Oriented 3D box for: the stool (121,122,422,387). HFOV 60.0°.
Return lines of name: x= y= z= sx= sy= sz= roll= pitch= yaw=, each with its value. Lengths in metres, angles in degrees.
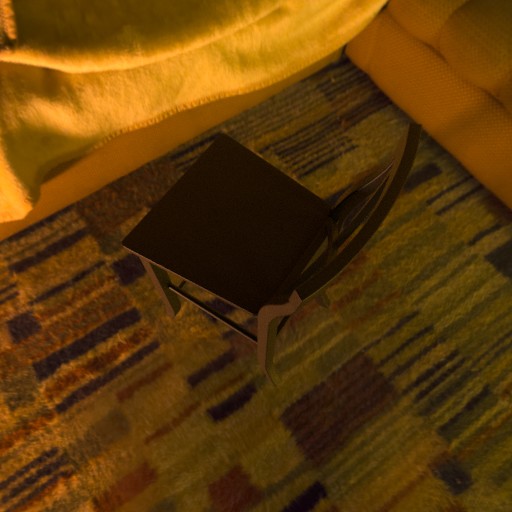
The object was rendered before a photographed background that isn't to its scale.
stool: x=0.000 y=0.000 z=1.287 sx=0.559 sy=0.989 sz=0.452 roll=32 pitch=68 yaw=14
